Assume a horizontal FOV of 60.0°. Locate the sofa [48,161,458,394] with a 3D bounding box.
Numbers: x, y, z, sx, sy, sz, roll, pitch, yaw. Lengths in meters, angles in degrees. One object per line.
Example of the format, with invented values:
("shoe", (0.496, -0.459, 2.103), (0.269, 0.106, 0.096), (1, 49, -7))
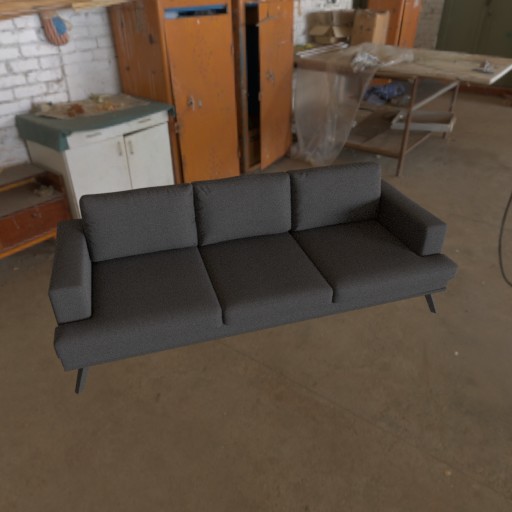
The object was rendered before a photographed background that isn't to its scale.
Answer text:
("sofa", (0.000, 0.000, 2.747), (2.310, 0.810, 0.920), (-10, 34, -15))
